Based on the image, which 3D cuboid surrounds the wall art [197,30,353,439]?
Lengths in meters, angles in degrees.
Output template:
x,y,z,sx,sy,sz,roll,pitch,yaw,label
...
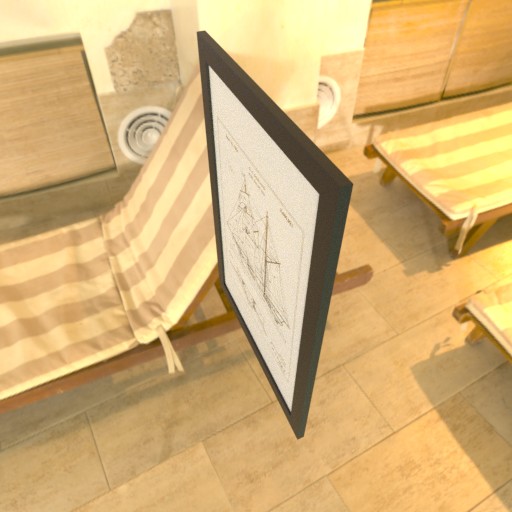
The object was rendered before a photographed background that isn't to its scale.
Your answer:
x,y,z,sx,sy,sz,roll,pitch,yaw,label
0.000,0.000,0.683,0.013,0.534,0.381,-17,49,-16,wall art
